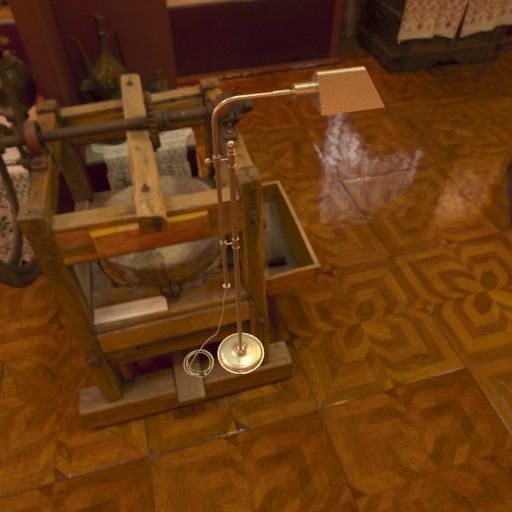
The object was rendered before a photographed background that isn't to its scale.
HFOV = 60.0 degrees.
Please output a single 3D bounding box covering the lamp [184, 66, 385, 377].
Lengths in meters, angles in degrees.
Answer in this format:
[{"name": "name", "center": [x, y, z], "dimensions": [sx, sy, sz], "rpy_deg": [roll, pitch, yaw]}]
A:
[{"name": "lamp", "center": [0.000, 0.000, 1.913], "dimensions": [0.813, 1.571, 0.256], "rpy_deg": [-10, 48, -9]}]
